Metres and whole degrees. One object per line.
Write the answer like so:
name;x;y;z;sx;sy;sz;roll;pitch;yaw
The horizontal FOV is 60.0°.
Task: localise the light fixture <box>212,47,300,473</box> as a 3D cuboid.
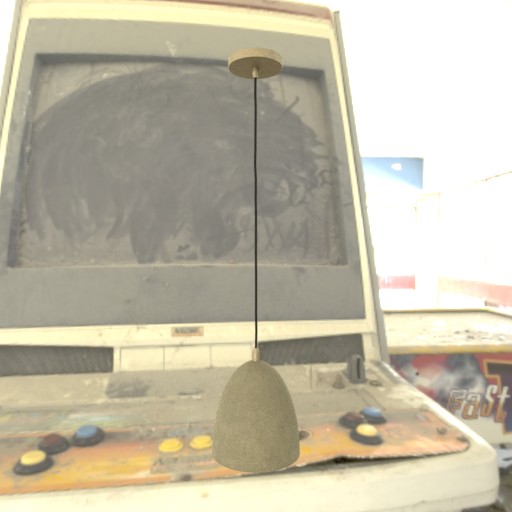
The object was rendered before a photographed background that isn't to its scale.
light fixture;0.000;0.000;0.860;0.170;0.759;0.170;0;0;18
